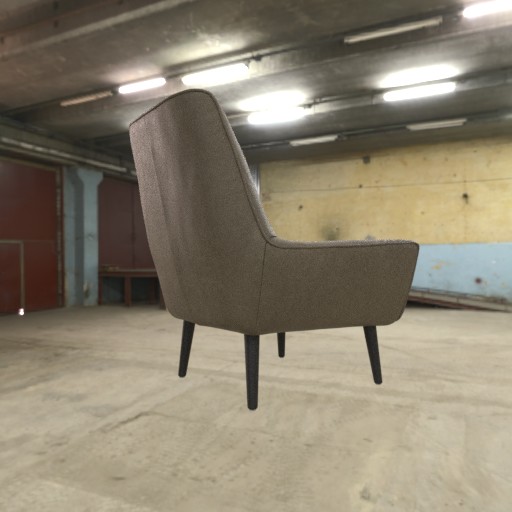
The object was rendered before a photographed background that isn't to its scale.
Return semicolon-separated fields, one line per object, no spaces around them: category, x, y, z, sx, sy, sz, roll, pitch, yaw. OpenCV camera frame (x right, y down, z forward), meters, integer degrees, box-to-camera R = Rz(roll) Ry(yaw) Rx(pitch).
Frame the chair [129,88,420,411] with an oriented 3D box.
chair;0.000;0.000;1.553;0.824;0.888;0.787;1;-1;-36
